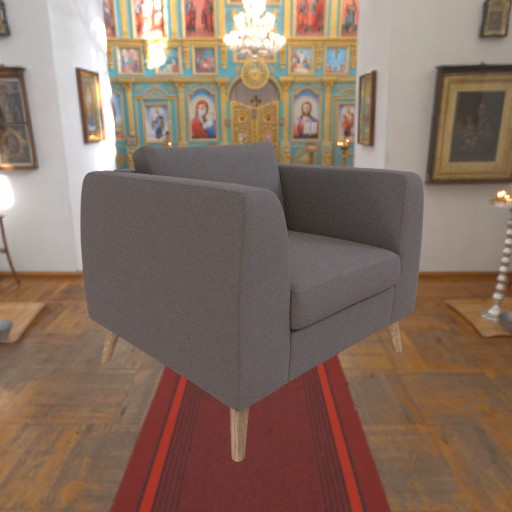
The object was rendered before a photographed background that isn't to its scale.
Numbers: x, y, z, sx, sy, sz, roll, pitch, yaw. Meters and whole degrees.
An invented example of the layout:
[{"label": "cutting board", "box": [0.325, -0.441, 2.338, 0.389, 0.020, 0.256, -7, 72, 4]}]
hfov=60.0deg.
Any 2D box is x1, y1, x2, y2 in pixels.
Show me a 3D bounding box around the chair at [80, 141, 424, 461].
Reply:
[{"label": "chair", "box": [0.000, 0.000, 1.732, 1.000, 0.860, 0.930, -14, 21, -43]}]
